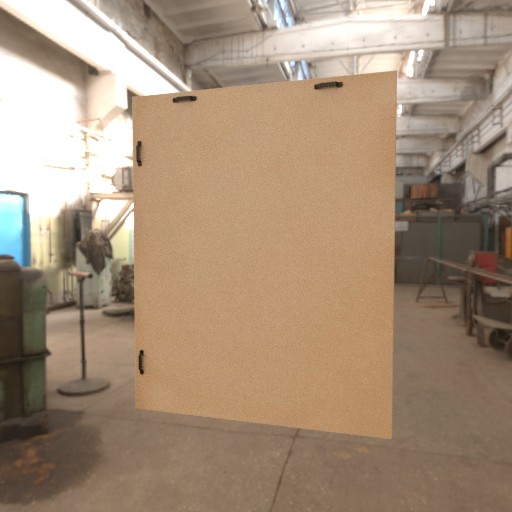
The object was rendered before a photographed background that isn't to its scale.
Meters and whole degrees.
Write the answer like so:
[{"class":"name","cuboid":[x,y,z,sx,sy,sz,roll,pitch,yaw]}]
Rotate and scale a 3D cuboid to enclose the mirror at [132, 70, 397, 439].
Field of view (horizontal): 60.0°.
[{"class":"mirror","cuboid":[0.000,0.000,0.681,0.406,0.509,0.041,1,2,16]}]
